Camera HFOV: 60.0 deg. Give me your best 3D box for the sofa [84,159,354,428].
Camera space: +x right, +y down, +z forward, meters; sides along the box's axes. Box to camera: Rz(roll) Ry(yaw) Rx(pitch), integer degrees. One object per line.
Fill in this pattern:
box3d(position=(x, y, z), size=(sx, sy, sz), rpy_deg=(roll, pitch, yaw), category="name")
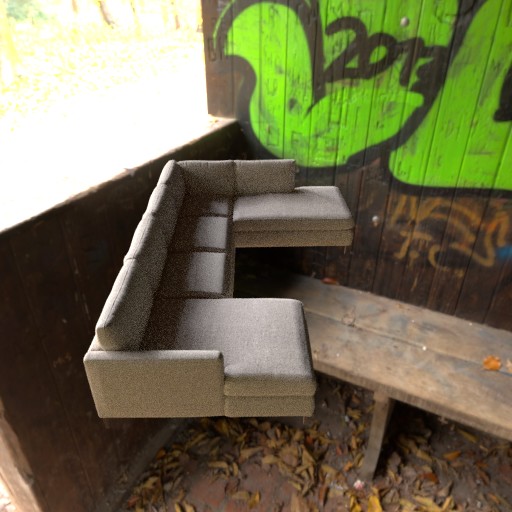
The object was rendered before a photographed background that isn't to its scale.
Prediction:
box3d(position=(0.000, 0.000, 3.570), size=(1.879, 0.756, 2.737), rpy_deg=(-1, 31, -1), category="sofa")
